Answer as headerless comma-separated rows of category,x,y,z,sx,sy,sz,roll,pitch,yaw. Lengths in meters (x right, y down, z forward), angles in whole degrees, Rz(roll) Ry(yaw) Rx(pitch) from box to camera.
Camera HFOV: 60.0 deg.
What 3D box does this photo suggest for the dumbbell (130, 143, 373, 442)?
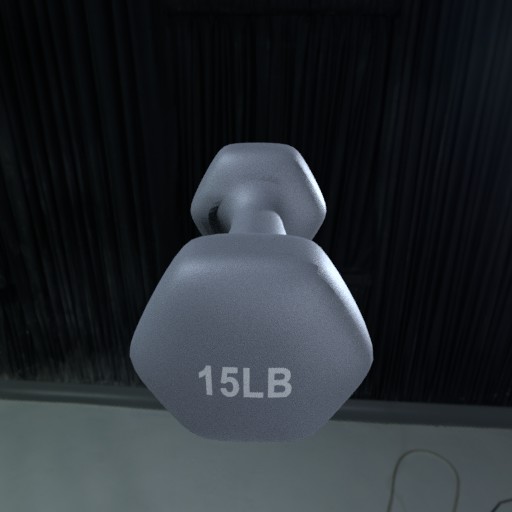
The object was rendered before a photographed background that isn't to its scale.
dumbbell,0.000,0.000,0.297,0.116,0.105,0.240,1,27,2
